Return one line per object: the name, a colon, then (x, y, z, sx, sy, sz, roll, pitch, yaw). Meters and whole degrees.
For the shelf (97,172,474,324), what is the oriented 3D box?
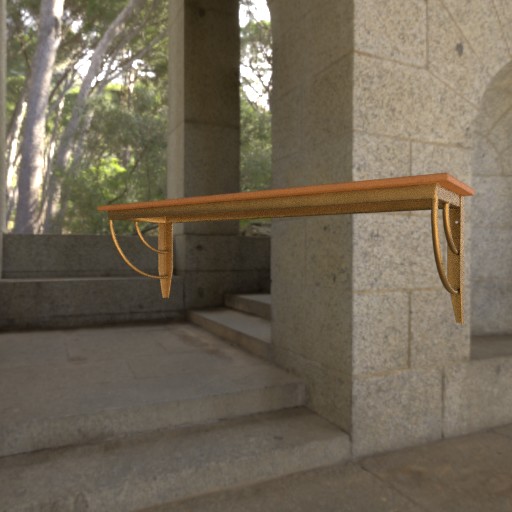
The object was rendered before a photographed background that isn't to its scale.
shelf: (0.000, 0.000, 0.742, 0.636, 0.190, 0.166, 0, 1, 35)
